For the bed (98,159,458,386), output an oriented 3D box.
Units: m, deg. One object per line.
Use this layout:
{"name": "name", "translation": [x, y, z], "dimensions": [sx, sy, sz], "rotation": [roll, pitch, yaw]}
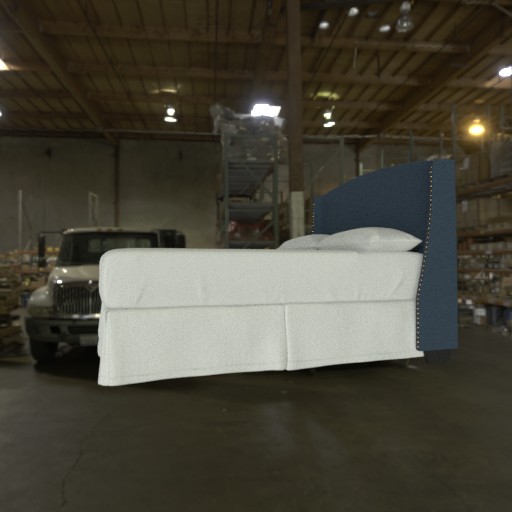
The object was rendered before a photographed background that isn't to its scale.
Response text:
{"name": "bed", "translation": [0.000, 0.000, 3.337], "dimensions": [2.237, 1.407, 1.710], "rotation": [0, -1, -19]}
